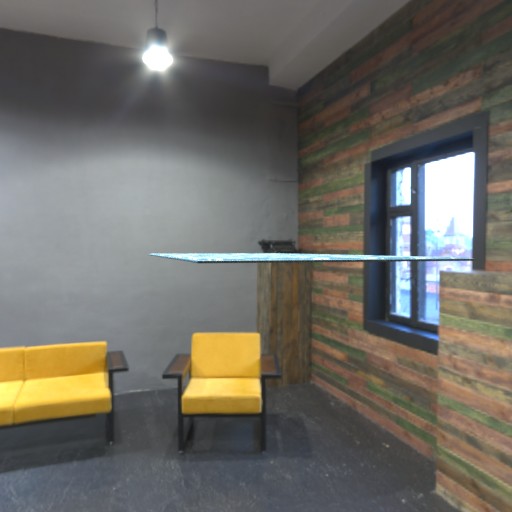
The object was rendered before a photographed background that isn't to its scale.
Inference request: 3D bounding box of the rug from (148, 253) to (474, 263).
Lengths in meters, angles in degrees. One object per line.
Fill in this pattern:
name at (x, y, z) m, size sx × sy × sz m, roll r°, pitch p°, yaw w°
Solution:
rug at (0.000, 0.000, 1.446) m, size 0.604 × 0.007 × 1.219 m, roll 0°, pitch 1°, yaw -18°
